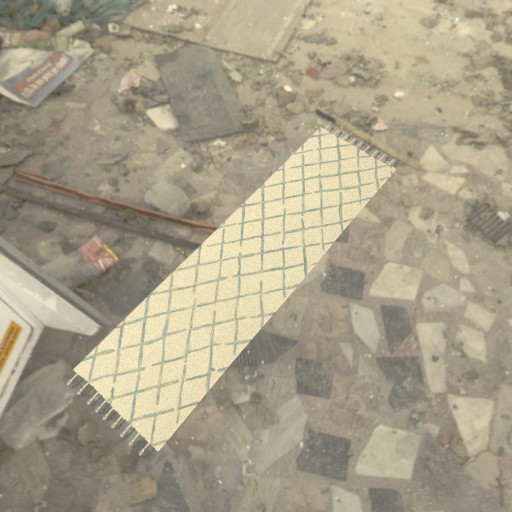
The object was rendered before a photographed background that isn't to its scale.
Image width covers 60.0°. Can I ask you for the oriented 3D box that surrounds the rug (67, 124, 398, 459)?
[{"bbox_3d":[0.000,0.000,2.626,0.620,0.008,2.372,35,65,19],"label":"rug"}]
